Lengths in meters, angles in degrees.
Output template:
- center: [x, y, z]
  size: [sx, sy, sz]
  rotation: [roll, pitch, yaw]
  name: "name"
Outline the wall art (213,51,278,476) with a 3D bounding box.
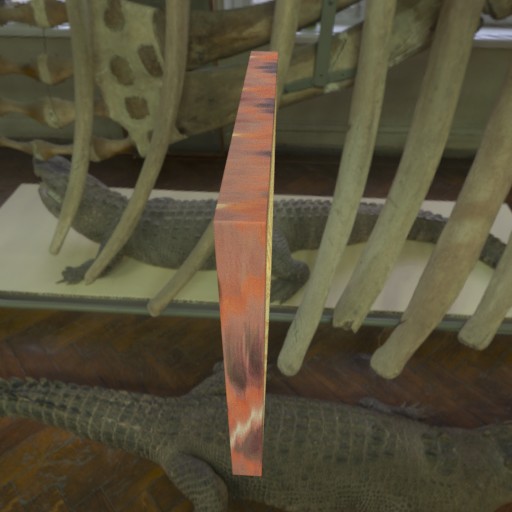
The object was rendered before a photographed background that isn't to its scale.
- center: [0.000, 0.000, 0.596]
  size: [0.038, 0.406, 0.403]
  rotation: [2, 41, 3]
  name: "wall art"
